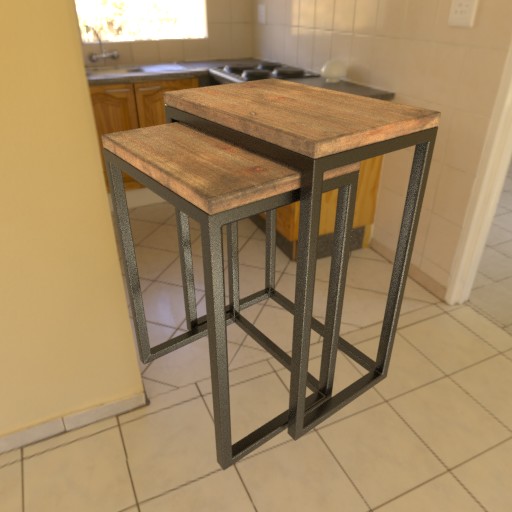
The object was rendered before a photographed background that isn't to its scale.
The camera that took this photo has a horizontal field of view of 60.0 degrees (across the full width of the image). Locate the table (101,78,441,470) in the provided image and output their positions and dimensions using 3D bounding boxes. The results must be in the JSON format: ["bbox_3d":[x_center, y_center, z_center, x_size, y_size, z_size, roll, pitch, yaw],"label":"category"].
[{"bbox_3d":[0.000,0.000,0.939,0.460,0.615,0.456,-19,36,-30],"label":"table"}]
